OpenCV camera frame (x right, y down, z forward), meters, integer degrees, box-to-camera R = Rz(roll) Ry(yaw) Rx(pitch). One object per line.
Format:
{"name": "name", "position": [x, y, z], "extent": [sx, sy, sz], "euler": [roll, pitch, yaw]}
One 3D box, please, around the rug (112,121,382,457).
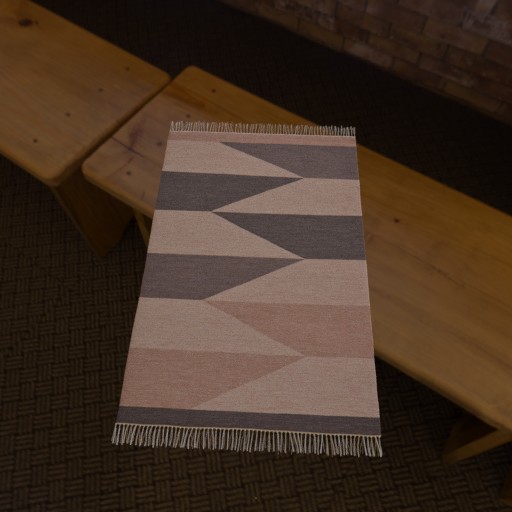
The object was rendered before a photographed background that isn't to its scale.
{"name": "rug", "position": [0.000, 0.000, 2.474], "extent": [1.224, 0.027, 2.021], "euler": [2, 61, 1]}
